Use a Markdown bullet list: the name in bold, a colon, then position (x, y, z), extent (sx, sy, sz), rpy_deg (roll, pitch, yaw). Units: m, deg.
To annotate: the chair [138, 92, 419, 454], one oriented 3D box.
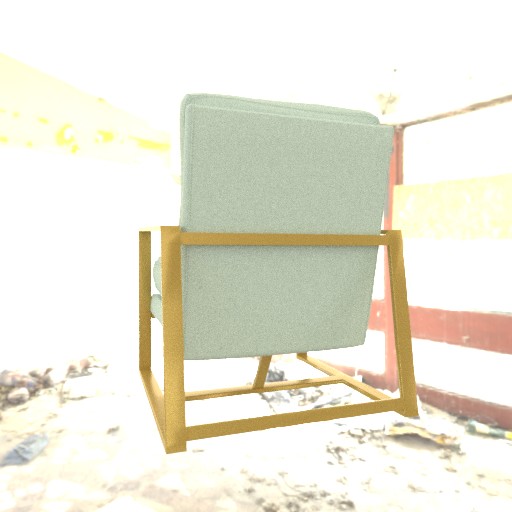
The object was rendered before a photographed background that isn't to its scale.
- **chair**: position (0.000, 0.000, 1.585), extent (0.758, 0.956, 0.813), rpy_deg (0, 1, -19)
